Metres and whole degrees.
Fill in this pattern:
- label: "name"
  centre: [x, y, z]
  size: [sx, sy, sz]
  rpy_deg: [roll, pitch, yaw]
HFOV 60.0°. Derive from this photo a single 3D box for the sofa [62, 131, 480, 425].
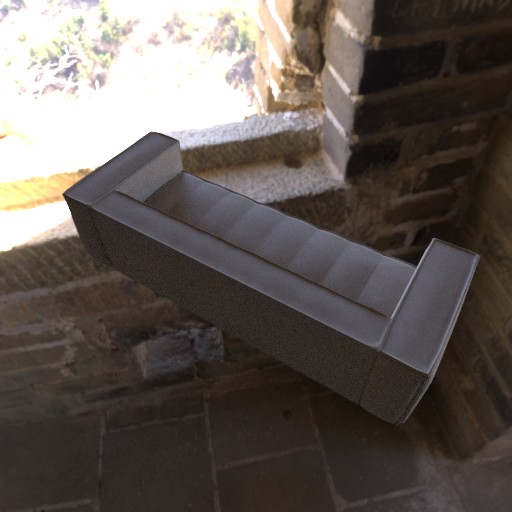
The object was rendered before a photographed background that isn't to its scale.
- label: "sofa"
  centre: [0.000, 0.000, 3.165]
  size: [2.697, 0.680, 1.038]
  rpy_deg: [25, 52, 21]
